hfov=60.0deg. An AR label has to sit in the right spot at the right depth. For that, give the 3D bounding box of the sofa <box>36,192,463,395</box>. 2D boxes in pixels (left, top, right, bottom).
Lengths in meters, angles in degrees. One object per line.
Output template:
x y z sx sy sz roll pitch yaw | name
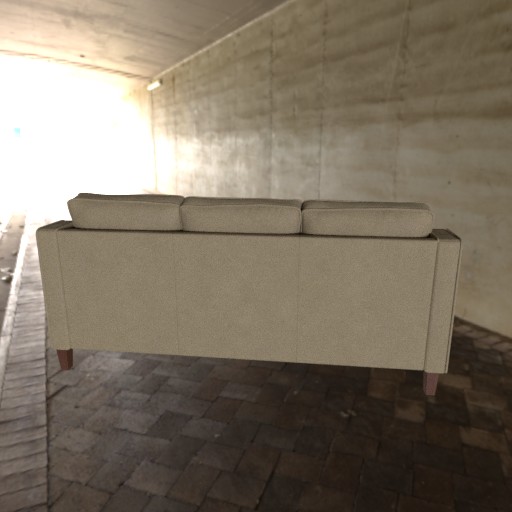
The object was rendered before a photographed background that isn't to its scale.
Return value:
0.000 0.000 3.309 2.317 1.066 1.858 2 14 7 | sofa
